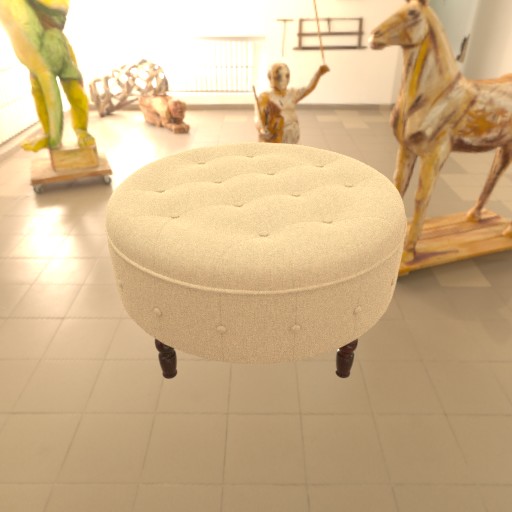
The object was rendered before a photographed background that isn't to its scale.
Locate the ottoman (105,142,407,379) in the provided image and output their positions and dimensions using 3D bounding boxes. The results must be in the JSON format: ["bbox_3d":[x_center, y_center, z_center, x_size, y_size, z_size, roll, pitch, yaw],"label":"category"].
[{"bbox_3d":[0.000,0.000,1.383,0.848,0.494,0.848,0,32,0],"label":"ottoman"}]
